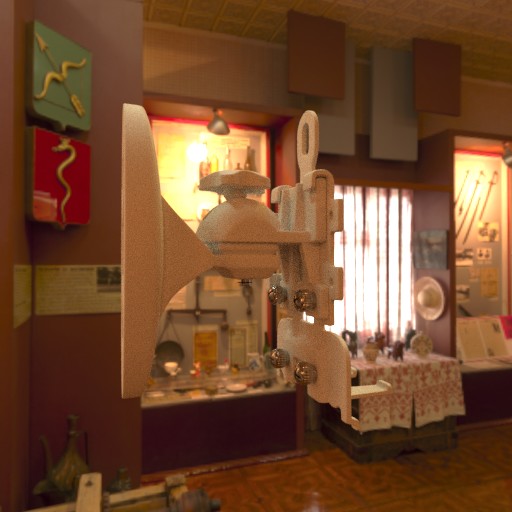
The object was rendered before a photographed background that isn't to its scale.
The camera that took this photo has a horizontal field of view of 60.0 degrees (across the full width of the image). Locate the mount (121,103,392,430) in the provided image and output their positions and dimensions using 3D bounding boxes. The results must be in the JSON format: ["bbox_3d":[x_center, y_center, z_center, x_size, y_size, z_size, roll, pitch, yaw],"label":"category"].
[{"bbox_3d":[0.000,0.000,0.173,0.100,0.118,0.066,0,-1,-18],"label":"mount"}]
